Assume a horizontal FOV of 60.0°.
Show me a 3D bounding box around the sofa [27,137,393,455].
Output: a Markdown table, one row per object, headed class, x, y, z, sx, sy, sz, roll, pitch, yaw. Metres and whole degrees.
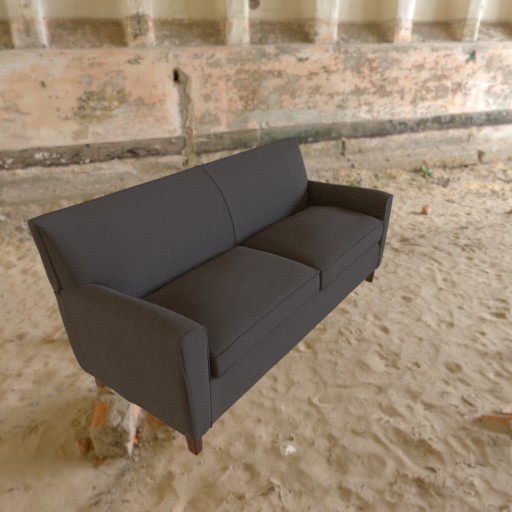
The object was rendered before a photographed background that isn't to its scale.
| class | x | y | z | sx | sy | sz | roll | pitch | yaw |
| --- | --- | --- | --- | --- | --- | --- | --- | --- | --- |
| sofa | 0.000 | 0.000 | 2.475 | 0.843 | 0.907 | 2.002 | 18 | 32 | 32 |
